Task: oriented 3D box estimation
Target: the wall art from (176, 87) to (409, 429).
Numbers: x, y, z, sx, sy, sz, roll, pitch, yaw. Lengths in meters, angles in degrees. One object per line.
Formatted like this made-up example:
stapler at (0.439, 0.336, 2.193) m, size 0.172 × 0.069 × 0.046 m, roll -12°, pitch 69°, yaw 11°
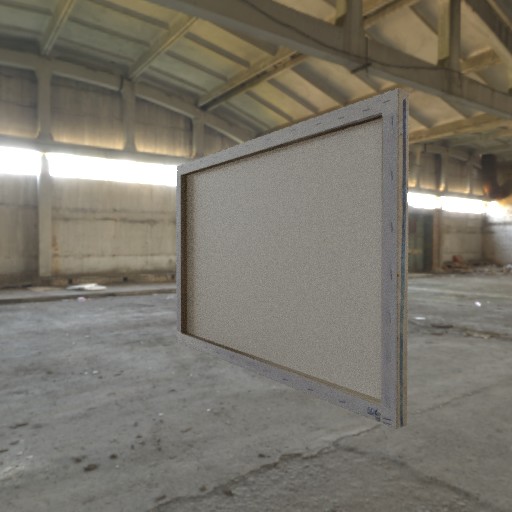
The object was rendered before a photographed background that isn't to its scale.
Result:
wall art at (0.000, 0.000, 1.459) m, size 0.038 × 0.757 × 1.143 m, roll -1°, pitch 1°, yaw -35°
